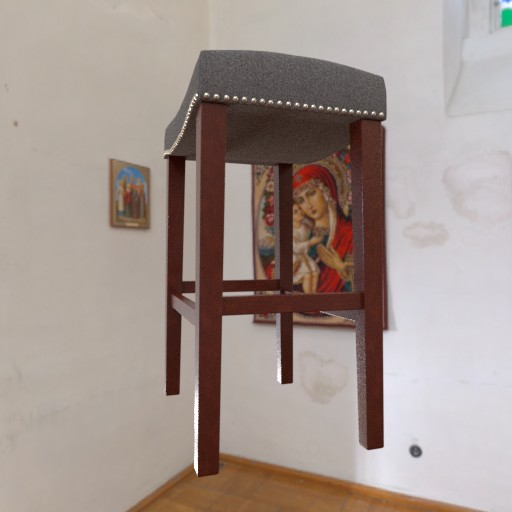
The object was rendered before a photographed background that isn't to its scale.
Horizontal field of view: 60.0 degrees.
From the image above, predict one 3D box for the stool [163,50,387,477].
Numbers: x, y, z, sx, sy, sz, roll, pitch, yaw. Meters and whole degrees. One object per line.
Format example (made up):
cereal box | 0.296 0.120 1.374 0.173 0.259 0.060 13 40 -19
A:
stool | 0.000 0.000 1.024 0.372 0.742 0.504 0 0 -18
